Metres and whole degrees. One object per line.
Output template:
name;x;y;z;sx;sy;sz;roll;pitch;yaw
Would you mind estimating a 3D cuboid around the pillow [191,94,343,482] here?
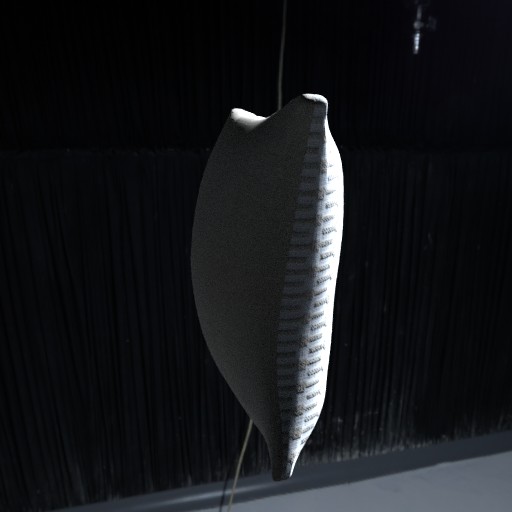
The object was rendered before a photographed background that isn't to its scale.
pillow;0.000;0.000;0.755;0.219;0.491;0.496;-3;17;-11
